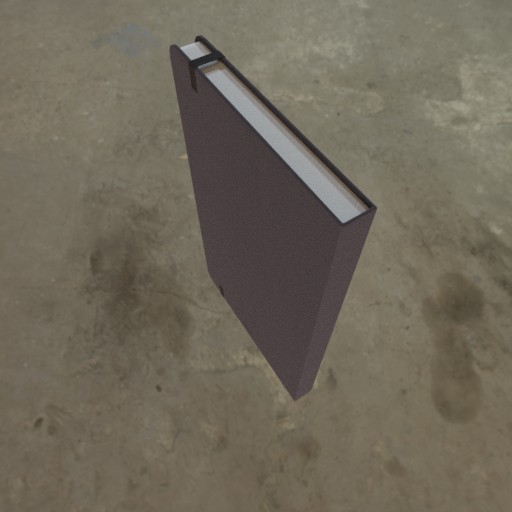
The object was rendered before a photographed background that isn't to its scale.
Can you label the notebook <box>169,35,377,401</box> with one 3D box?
[{"bbox_3d":[0.000,0.000,0.264,0.016,0.213,0.127,-28,62,-17],"label":"notebook"}]
